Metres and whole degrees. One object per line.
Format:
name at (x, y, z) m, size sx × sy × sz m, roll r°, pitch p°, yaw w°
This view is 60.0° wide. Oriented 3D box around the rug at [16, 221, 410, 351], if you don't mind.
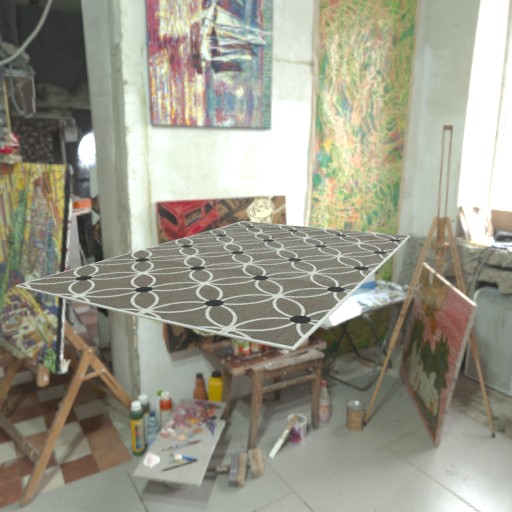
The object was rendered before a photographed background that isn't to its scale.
rug at (0.000, 0.000, 2.830) m, size 1.522 × 0.008 × 2.284 m, roll 7°, pitch 16°, yaw 27°
